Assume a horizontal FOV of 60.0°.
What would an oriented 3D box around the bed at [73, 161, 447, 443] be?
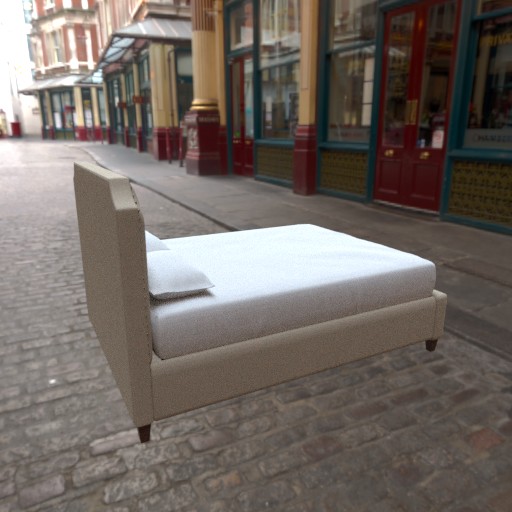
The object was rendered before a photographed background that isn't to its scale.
[{"bbox_3d":[0.000,0.000,3.411,2.329,1.415,1.703,-8,18,-27],"label":"bed"}]
